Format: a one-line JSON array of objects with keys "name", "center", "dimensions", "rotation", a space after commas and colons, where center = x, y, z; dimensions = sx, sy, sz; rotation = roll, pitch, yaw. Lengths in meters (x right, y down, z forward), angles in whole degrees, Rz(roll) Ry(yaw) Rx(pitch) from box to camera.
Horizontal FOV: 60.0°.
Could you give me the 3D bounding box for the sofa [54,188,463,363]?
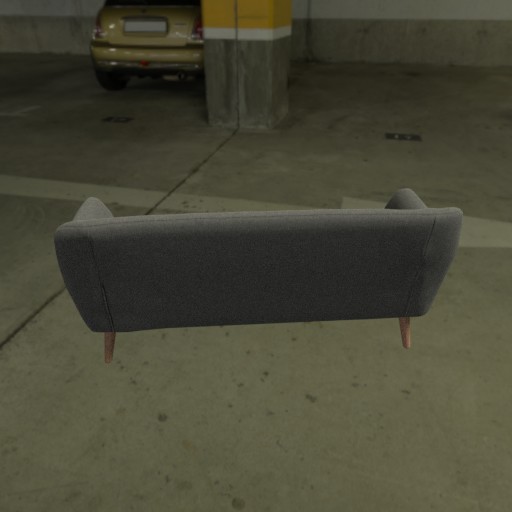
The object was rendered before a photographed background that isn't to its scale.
[{"name": "sofa", "center": [0.000, 0.000, 2.248], "dimensions": [1.840, 0.820, 0.820], "rotation": [-2, 30, -4]}]
